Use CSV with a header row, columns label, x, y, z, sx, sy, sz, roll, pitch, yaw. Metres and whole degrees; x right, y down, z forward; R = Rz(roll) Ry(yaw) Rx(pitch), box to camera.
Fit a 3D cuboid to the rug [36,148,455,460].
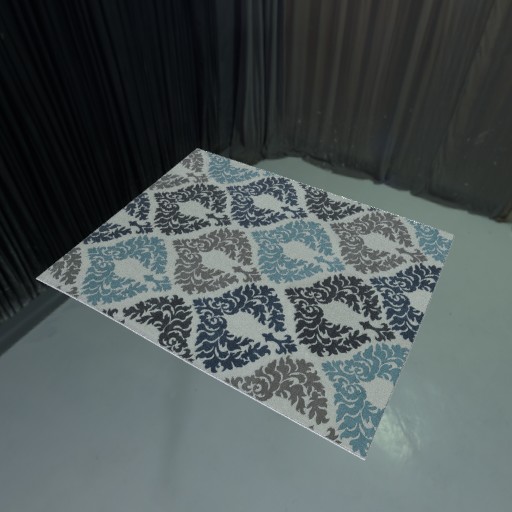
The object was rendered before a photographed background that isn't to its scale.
label,x,y,z,sx,sy,sz,roll,pitch,yaw
rug,0.000,0.000,4.064,3.040,0.014,2.423,23,50,21
